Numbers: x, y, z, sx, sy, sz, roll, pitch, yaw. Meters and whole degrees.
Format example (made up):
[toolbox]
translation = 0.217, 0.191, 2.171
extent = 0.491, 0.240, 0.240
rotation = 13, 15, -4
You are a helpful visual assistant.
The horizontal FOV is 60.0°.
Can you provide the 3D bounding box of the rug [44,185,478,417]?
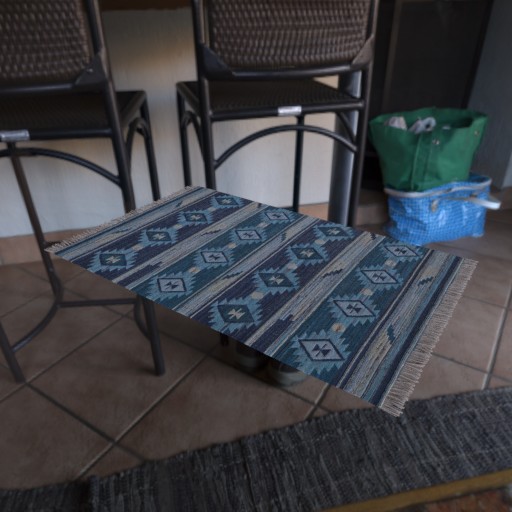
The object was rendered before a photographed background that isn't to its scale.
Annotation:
[rug]
translation = 0.000, 0.000, 2.300
extent = 1.936, 0.028, 1.181
rotation = 19, 35, 30
